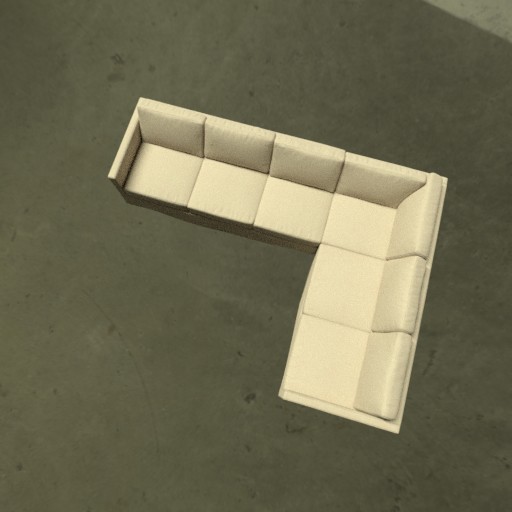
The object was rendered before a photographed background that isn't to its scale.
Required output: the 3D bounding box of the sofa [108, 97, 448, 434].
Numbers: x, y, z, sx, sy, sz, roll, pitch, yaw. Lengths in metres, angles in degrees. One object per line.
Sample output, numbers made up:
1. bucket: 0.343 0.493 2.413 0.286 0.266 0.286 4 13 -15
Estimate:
1. sofa: 0.000 0.000 4.329 3.182 0.871 2.432 16 76 4
